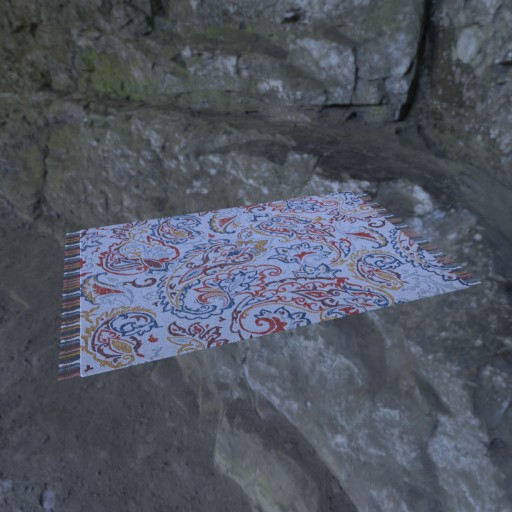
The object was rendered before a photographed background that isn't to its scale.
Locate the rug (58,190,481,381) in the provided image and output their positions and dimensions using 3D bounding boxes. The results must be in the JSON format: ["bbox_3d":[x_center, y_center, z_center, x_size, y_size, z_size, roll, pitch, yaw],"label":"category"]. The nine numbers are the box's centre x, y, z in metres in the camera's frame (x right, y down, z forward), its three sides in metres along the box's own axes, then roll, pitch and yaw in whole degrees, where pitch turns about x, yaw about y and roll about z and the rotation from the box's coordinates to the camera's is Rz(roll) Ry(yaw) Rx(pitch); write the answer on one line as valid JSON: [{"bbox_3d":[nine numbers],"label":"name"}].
[{"bbox_3d":[0.000,0.000,2.433,1.997,0.010,1.218,-10,34,-16],"label":"rug"}]
